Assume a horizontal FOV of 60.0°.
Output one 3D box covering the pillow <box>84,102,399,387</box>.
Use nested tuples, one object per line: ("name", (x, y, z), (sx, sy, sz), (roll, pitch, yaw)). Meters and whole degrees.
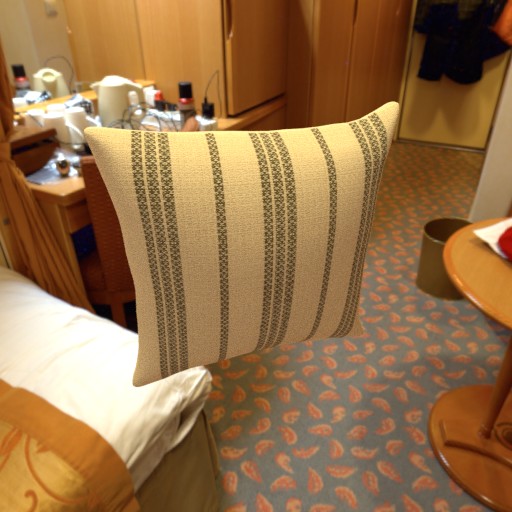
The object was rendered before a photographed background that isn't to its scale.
("pillow", (0.000, 0.000, 0.644), (0.405, 0.406, 0.173), (-10, 33, -15))
